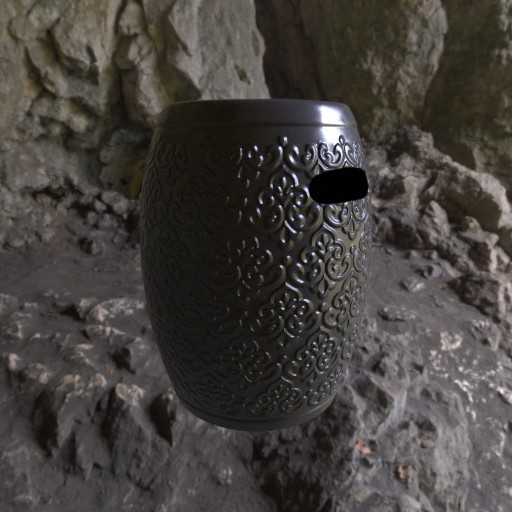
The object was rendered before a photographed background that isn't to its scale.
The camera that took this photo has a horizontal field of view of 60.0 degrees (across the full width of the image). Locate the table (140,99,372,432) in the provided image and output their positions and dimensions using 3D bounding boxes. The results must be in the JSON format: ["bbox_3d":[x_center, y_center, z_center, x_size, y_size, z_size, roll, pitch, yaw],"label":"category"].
[{"bbox_3d":[0.000,0.000,0.614,0.309,0.397,0.309,0,15,0],"label":"table"}]
